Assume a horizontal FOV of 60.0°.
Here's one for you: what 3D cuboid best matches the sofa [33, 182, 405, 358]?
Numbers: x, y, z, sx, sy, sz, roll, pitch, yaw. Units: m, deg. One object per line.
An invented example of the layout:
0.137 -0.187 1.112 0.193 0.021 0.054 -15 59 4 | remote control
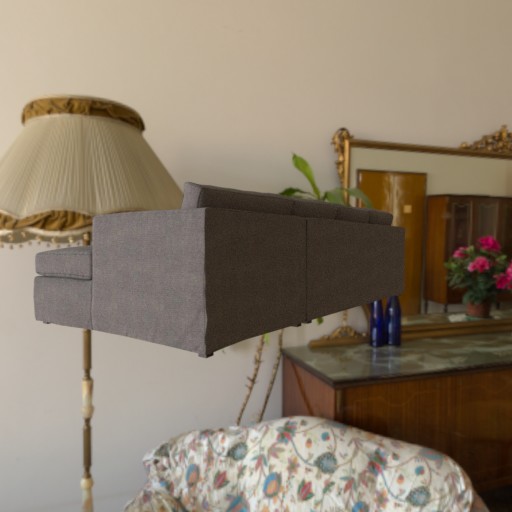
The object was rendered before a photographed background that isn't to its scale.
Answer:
0.000 0.000 3.904 1.650 0.922 3.205 1 2 35 | sofa
